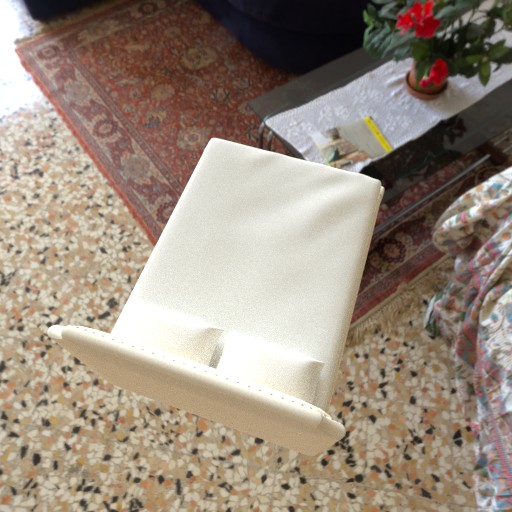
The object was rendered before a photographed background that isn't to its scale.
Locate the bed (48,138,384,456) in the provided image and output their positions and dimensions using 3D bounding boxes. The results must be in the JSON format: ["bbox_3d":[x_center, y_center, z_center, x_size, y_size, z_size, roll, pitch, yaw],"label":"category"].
[{"bbox_3d":[0.000,0.000,3.385,1.712,1.443,2.365,17,63,9],"label":"bed"}]
